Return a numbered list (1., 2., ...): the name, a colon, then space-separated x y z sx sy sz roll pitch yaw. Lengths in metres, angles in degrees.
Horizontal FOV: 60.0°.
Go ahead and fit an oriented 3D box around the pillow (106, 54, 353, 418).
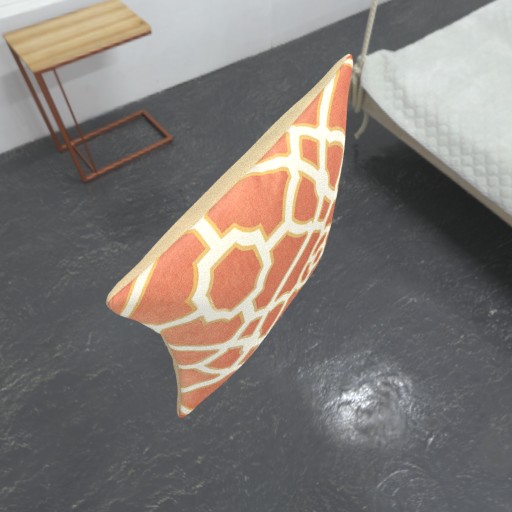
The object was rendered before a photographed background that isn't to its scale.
1. pillow: 0.000 0.000 0.811 0.166 0.508 0.552 31 62 18
